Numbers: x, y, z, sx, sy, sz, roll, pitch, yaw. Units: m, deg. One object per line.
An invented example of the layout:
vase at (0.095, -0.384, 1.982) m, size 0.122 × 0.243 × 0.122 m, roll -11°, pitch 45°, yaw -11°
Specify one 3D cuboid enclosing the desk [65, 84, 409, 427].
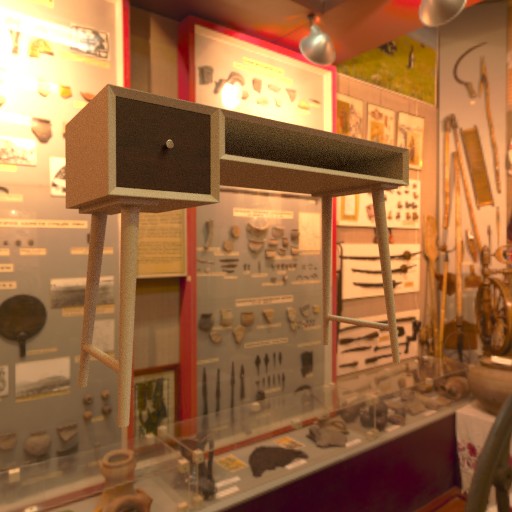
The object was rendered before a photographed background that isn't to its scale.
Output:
desk at (0.000, 0.000, 1.436) m, size 1.069 × 0.761 × 0.409 m, roll -1°, pitch 1°, yaw -36°
